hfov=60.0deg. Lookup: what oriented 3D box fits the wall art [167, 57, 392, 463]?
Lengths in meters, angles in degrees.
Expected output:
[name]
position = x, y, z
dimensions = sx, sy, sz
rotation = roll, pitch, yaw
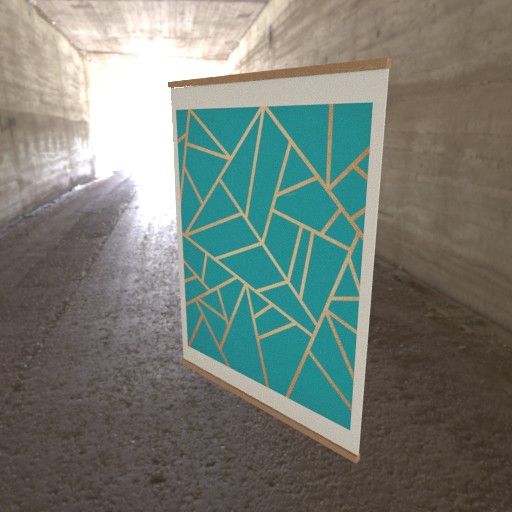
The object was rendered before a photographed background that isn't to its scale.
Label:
[wall art]
position = 0.000, 0.000, 0.790
dimensions = 0.459, 0.608, 0.012
rotation = 15, 22, 41
